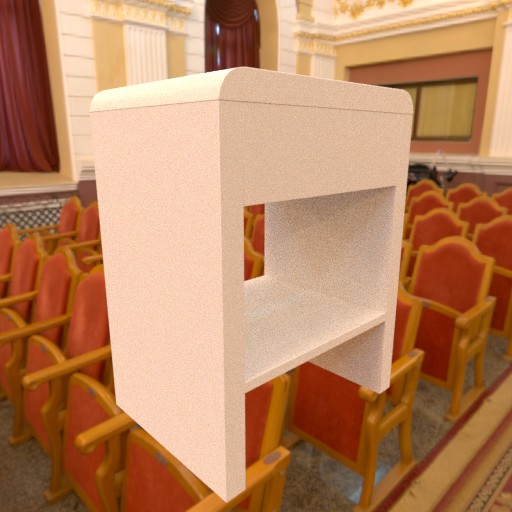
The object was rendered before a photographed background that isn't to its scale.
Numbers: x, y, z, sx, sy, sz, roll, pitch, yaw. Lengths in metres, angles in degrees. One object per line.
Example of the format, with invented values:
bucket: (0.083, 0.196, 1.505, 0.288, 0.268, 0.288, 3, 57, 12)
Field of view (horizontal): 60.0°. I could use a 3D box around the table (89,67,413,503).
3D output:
table: (0.000, 0.000, 0.837, 0.450, 0.590, 0.350, -14, 20, -42)
